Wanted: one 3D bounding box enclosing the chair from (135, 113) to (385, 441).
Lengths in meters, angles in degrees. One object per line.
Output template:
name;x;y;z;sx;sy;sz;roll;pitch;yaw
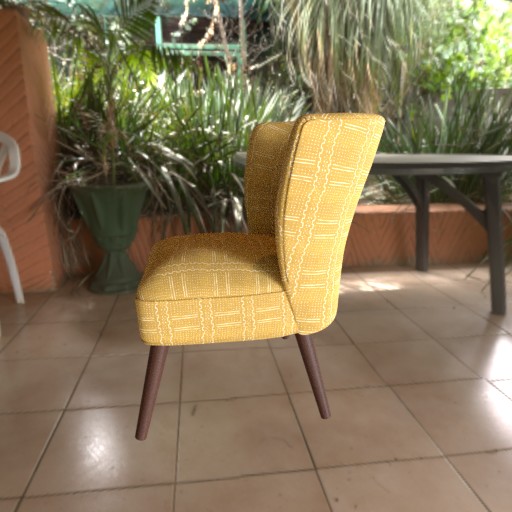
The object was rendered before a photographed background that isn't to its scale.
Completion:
chair;0.000;0.000;1.430;0.758;0.866;0.706;-2;15;-9
